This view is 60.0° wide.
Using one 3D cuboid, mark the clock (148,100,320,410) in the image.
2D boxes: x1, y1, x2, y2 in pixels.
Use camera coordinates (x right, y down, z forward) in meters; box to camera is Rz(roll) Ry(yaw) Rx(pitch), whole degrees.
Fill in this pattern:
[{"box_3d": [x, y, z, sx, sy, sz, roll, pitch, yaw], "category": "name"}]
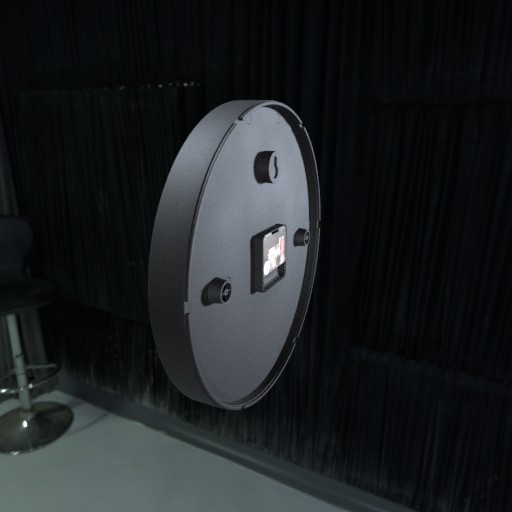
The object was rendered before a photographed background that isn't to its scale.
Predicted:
[{"box_3d": [0.000, 0.000, 0.442, 0.040, 0.293, 0.293, 8, 19, 25], "category": "clock"}]
